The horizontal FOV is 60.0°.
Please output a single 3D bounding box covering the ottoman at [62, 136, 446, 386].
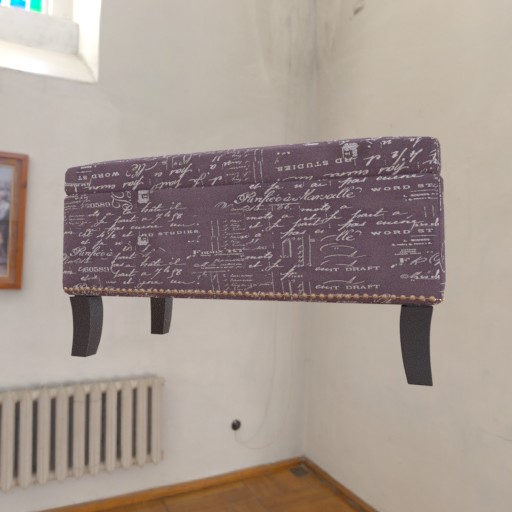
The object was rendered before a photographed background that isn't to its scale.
[{"bbox_3d":[0.000,0.000,1.063,0.813,0.457,0.406,0,-1,19],"label":"ottoman"}]
